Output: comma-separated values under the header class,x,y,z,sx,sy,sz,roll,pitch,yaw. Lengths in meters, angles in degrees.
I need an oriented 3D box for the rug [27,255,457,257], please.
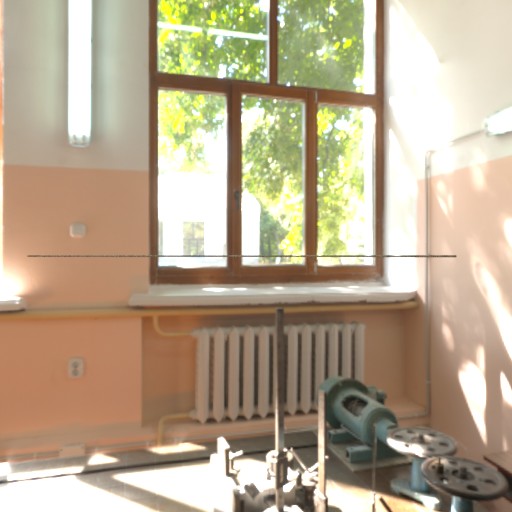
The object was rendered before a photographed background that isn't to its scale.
class,x,y,z,sx,sy,sz,roll,pitch,yaw
rug,0.000,0.000,2.314,1.827,0.007,1.211,0,0,20
